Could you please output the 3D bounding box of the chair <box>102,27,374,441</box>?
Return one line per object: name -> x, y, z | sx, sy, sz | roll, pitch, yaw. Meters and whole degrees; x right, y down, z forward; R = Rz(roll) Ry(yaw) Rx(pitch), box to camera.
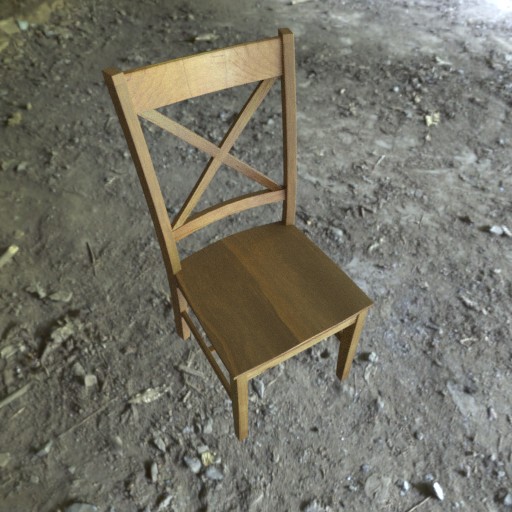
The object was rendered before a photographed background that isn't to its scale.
chair -> 0.000, 0.000, 1.255 | 0.485, 0.983, 0.542 | -23, 51, -20
